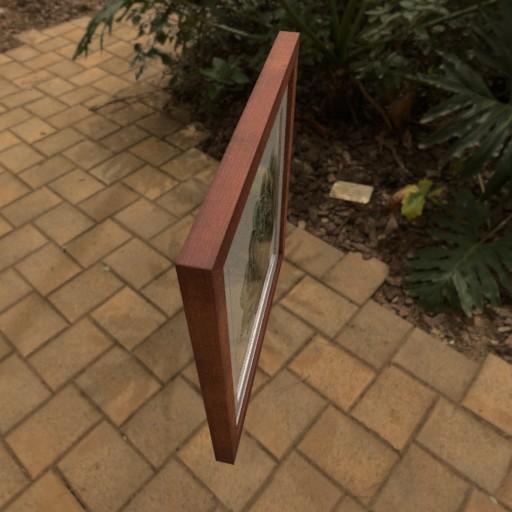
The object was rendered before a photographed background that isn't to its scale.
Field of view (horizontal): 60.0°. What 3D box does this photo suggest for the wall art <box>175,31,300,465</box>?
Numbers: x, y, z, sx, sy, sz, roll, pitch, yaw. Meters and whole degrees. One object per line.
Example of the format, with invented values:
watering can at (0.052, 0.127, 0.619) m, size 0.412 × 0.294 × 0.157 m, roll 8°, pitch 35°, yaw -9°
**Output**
wall art at (0.000, 0.000, 0.808) m, size 0.037 × 0.572 × 0.554 m, roll 9°, pitch 49°, yaw 8°
